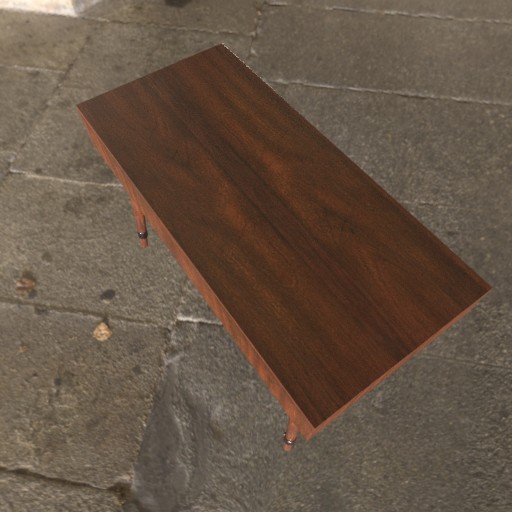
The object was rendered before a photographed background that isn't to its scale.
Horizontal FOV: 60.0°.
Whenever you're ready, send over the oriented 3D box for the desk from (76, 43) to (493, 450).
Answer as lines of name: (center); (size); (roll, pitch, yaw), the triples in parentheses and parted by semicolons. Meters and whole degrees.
desk: (0.000, 0.000, 2.077); (0.734, 1.031, 1.577); (-31, 64, -17)
